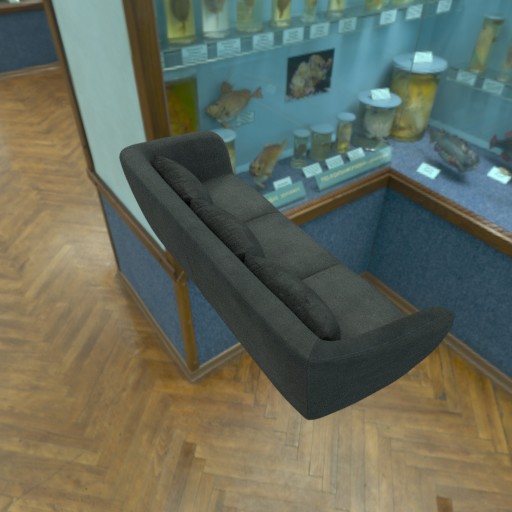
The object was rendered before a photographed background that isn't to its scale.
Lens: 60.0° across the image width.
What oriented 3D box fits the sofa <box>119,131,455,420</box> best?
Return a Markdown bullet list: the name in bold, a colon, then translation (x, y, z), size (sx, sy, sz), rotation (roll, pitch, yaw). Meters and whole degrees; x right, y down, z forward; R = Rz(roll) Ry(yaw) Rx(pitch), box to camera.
- **sofa**: translation (0.000, 0.000, 2.783), size (0.956, 0.875, 2.296), rotation (-23, 46, -25)
